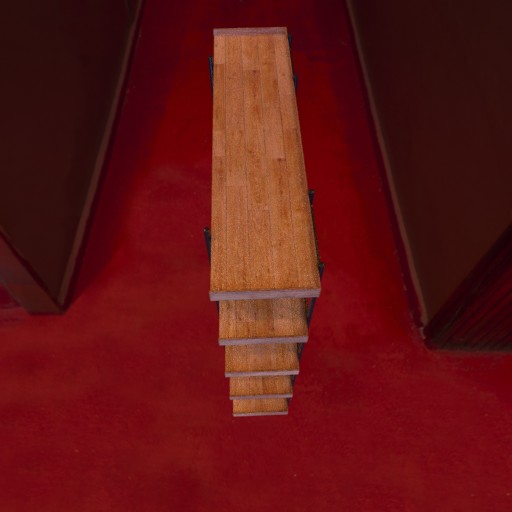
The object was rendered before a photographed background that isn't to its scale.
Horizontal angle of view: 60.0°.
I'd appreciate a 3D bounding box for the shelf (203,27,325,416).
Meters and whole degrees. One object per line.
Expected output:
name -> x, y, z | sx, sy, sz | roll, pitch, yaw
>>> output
shelf -> 0.000, 0.000, 2.458 | 0.379, 1.826, 1.371 | -2, 58, -1
